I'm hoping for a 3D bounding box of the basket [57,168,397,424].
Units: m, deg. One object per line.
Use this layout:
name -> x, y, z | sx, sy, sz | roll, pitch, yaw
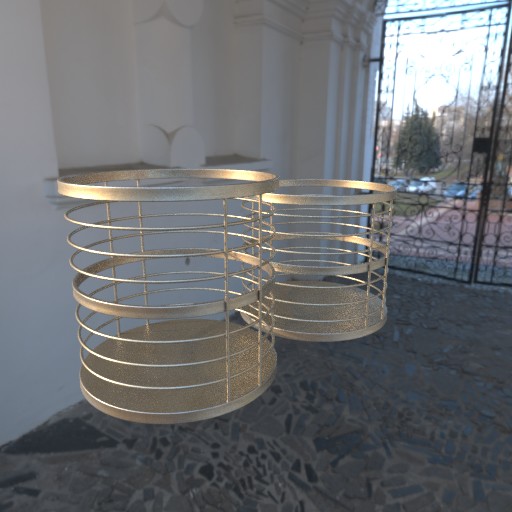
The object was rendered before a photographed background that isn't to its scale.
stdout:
basket -> 0.000, 0.000, 0.918 | 0.746, 0.351, 0.356 | -14, 21, -43
